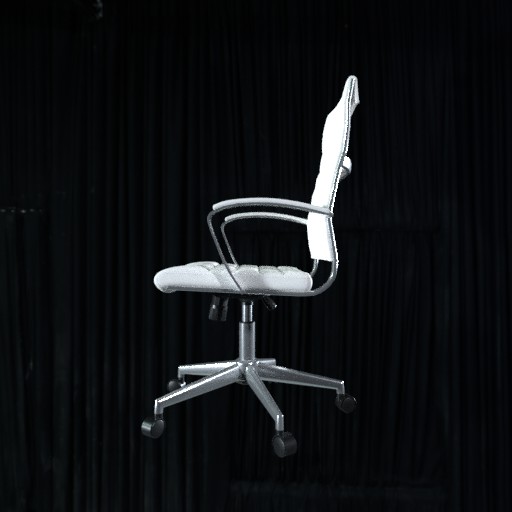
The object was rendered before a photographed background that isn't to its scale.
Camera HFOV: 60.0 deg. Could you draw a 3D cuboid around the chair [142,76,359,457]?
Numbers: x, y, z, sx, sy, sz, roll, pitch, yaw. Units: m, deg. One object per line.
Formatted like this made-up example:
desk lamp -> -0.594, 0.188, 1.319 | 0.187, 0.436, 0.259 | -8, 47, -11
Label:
chair -> 0.000, 0.000, 1.628 | 0.739, 1.149, 0.766 | 0, 1, 0
